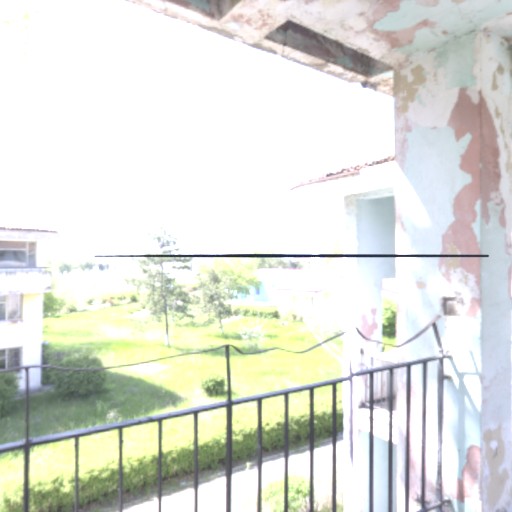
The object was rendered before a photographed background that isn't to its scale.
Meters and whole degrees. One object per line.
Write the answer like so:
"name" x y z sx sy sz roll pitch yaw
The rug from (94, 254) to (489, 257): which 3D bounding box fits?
"rug" 0.000 0.000 2.915 1.526 0.014 2.290 0 0 -33
